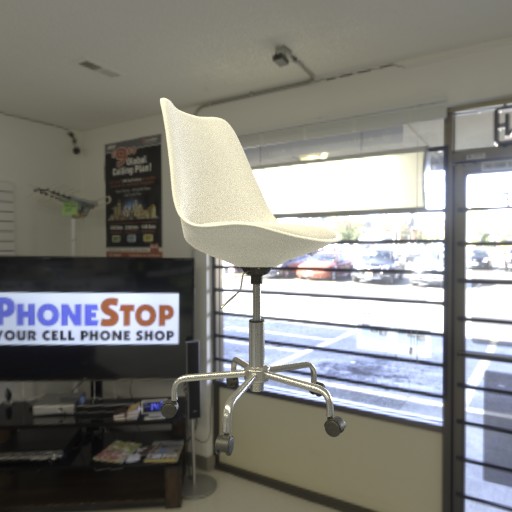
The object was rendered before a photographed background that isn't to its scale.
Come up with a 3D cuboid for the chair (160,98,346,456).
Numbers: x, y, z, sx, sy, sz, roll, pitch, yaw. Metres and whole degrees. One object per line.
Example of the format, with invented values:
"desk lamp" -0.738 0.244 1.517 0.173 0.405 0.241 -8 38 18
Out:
"chair" 0.000 0.000 1.289 0.550 0.930 0.550 1 2 35
